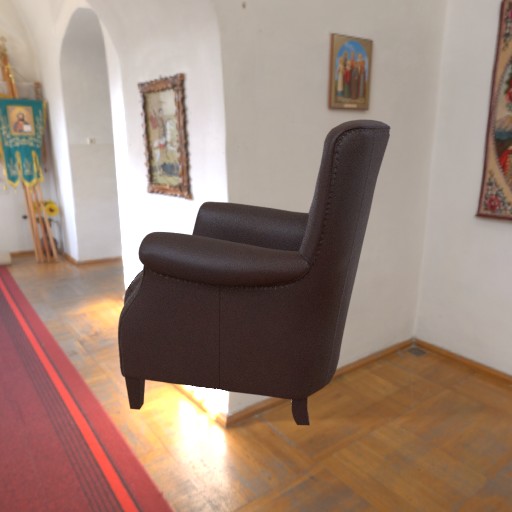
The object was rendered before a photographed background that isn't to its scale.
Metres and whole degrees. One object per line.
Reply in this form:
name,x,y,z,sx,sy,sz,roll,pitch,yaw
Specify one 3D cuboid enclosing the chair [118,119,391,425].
chair,0.000,0.000,1.380,0.746,0.800,0.700,2,15,8
